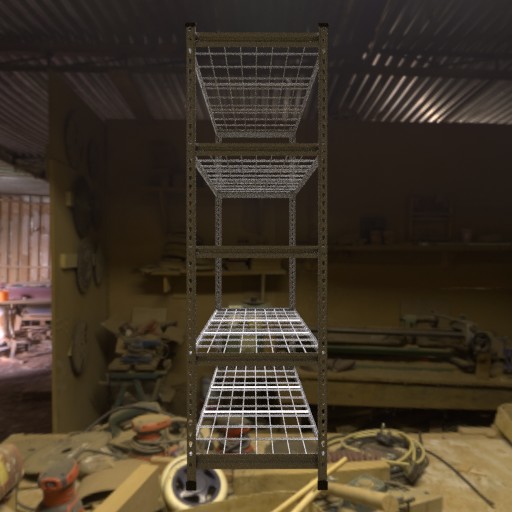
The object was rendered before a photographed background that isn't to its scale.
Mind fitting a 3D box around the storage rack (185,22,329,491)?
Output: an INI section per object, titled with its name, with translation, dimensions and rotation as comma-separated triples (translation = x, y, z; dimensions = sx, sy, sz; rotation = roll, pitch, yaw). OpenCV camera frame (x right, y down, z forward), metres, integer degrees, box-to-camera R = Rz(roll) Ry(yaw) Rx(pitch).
[storage rack]
translation = 0.000, 0.000, 2.637
dimensions = 0.610, 1.981, 1.524
rotation = 0, 1, 0
